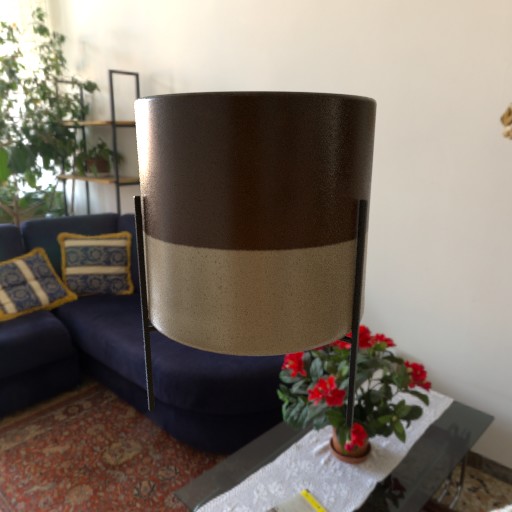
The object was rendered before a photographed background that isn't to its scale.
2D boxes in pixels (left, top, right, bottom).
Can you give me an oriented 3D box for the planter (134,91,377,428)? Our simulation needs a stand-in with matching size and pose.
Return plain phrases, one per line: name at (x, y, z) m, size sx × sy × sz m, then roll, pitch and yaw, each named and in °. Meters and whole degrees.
planter at (0.000, 0.000, 0.709) m, size 0.345 × 0.465 × 0.354 m, roll 2°, pitch 15°, yaw 7°
